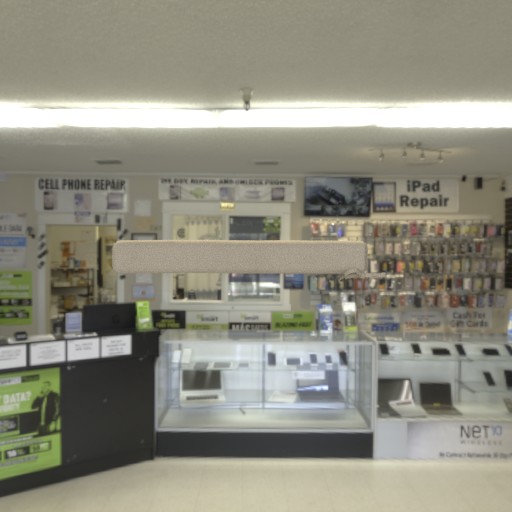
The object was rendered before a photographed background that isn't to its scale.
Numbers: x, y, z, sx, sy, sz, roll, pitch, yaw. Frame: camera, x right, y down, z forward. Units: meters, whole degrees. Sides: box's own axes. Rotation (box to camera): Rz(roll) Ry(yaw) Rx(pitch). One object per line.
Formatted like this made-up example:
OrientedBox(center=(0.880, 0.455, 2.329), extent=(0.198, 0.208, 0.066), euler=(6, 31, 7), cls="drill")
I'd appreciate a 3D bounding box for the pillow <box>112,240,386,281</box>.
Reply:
OrientedBox(center=(0.000, 0.000, 1.345), extent=(0.492, 0.081, 1.187), euler=(0, 1, 1), cls="pillow")
